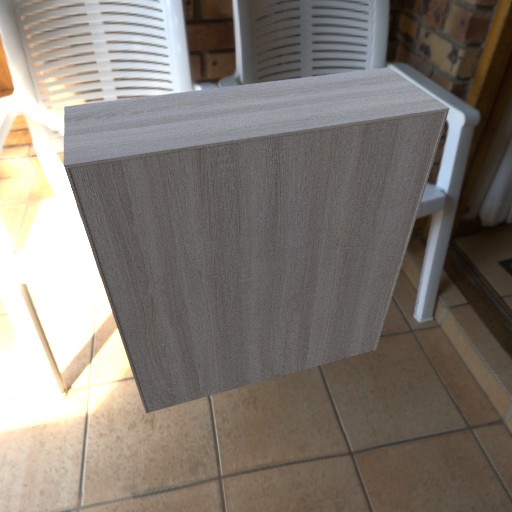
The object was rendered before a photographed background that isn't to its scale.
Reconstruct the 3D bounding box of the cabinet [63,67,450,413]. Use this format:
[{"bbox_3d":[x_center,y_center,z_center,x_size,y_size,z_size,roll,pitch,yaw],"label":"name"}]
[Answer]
[{"bbox_3d":[0.000,0.000,2.957,1.870,2.060,0.620,-12,44,-13],"label":"cabinet"}]
